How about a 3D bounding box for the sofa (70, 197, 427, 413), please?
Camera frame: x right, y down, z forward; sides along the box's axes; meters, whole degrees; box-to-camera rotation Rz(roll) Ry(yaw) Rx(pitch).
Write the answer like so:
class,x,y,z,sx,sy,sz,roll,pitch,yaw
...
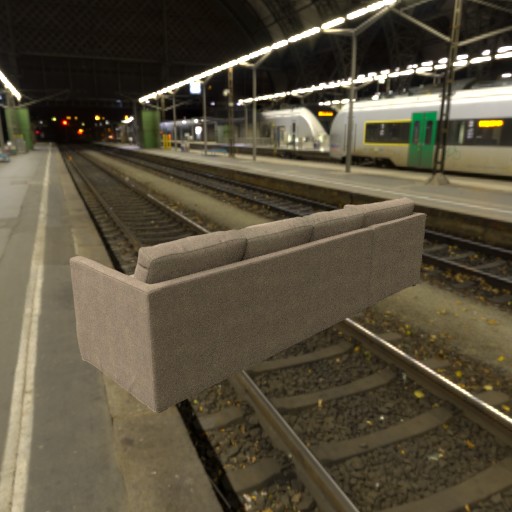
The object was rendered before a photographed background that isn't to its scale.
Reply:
class,x,y,z,sx,sy,sz,roll,pitch,yaw
sofa,0.000,0.000,3.921,1.650,0.922,3.205,15,21,43
